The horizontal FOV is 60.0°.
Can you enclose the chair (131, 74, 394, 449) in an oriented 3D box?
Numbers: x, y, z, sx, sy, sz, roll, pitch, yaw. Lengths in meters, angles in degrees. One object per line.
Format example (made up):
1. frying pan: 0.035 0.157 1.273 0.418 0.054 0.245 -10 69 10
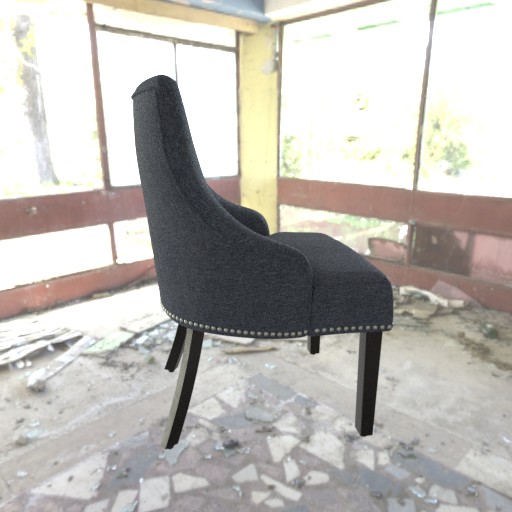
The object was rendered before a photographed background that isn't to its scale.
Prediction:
1. chair: 0.000 0.000 1.273 0.629 0.909 0.566 -3 16 -9
